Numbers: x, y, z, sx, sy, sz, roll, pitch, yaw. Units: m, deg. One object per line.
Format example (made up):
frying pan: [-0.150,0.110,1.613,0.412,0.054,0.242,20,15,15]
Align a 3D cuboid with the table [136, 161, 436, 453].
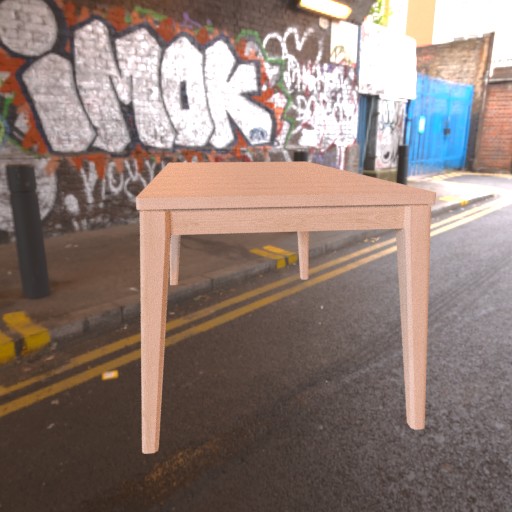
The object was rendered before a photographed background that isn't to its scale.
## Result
table: [0.000,0.000,2.043,0.900,0.760,1.600,-2,15,-7]
